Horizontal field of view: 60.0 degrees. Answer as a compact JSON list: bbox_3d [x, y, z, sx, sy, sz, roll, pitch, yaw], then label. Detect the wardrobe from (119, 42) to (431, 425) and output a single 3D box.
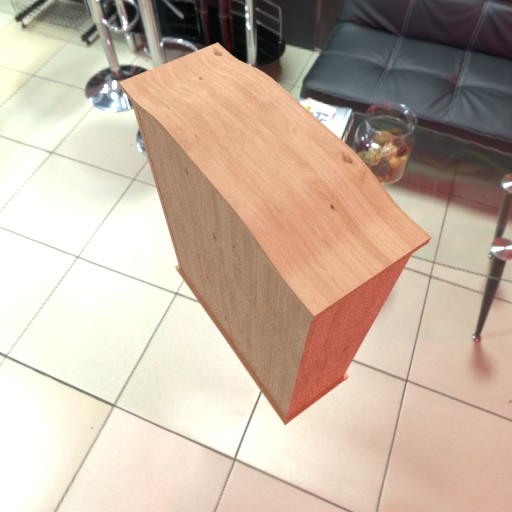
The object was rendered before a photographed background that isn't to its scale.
[{"bbox_3d":[0.000,0.000,2.633,0.570,1.870,1.500,-31,63,-18],"label":"wardrobe"}]
